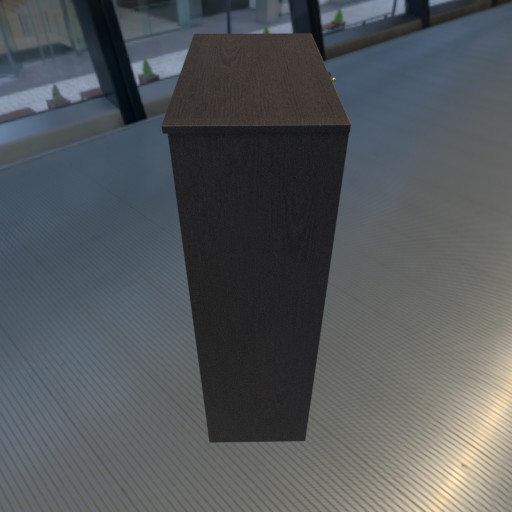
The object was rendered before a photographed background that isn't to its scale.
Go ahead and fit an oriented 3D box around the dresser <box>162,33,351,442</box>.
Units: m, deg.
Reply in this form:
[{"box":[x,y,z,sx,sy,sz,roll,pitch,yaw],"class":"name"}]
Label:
[{"box":[0.000,0.000,1.539,0.418,1.254,0.704,-1,40,-1],"class":"dresser"}]
